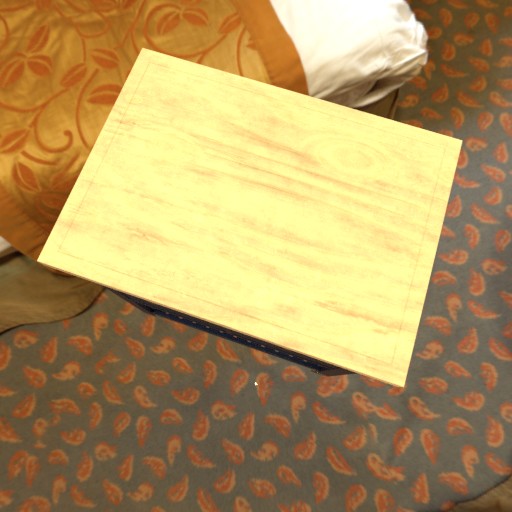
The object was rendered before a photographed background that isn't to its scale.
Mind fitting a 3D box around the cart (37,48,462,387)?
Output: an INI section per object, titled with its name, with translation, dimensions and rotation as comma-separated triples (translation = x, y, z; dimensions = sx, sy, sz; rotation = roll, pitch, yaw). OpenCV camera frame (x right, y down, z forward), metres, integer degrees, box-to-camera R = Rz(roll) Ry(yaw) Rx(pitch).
[cart]
translation = 0.000, 0.000, 1.408
dimensions = 0.797, 0.920, 0.567
rotation = 18, 75, 5
